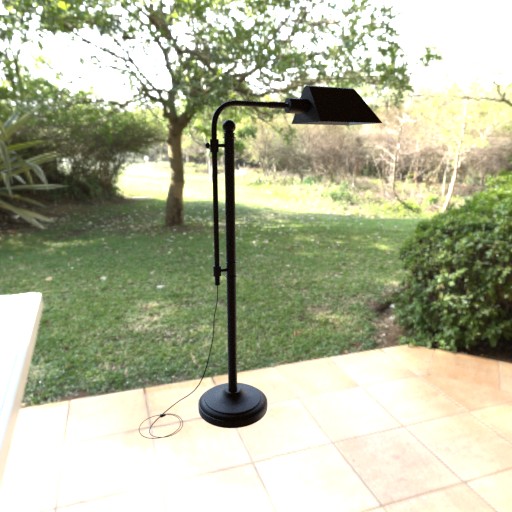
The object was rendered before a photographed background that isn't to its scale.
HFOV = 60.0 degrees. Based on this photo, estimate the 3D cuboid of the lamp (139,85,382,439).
[{"bbox_3d":[0.000,0.000,0.962,0.545,0.708,0.159,-6,15,-24],"label":"lamp"}]
